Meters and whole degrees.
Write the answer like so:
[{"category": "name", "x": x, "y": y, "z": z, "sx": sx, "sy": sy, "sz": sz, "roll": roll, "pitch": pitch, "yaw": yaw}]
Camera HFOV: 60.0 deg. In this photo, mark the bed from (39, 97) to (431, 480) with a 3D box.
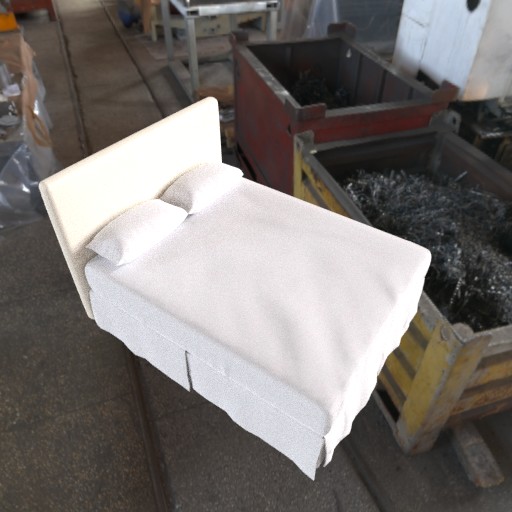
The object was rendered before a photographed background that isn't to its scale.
[{"category": "bed", "x": 0.000, "y": 0.000, "z": 3.169, "sx": 2.142, "sy": 1.330, "sz": 1.713, "roll": 25, "pitch": 48, "yaw": 26}]
